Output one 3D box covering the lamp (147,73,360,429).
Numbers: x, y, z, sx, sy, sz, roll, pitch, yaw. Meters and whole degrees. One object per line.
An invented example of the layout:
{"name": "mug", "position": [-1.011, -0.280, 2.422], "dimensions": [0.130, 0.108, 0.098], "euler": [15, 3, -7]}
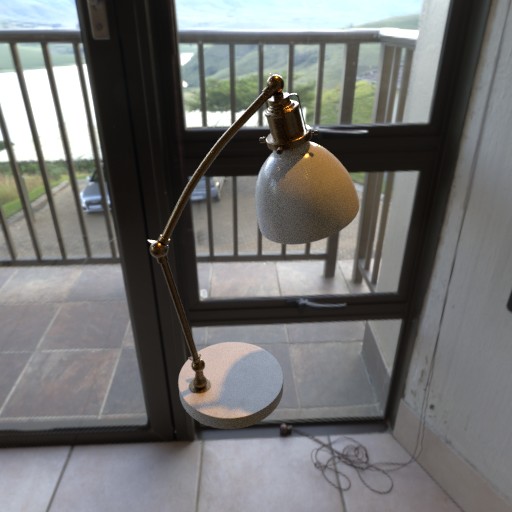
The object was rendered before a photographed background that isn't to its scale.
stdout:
{"name": "lamp", "position": [0.000, 0.000, 0.687], "dimensions": [0.317, 0.522, 0.186], "euler": [-11, 31, -18]}
